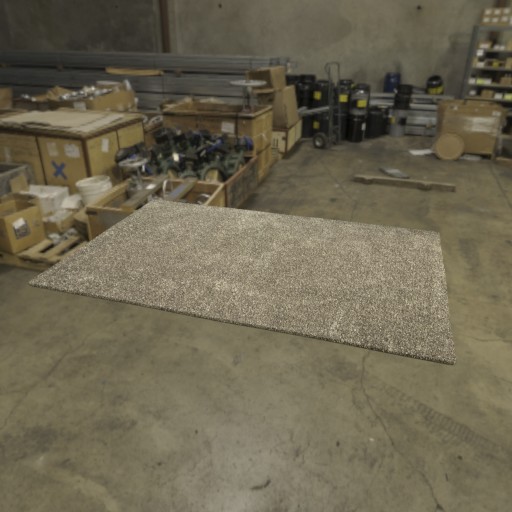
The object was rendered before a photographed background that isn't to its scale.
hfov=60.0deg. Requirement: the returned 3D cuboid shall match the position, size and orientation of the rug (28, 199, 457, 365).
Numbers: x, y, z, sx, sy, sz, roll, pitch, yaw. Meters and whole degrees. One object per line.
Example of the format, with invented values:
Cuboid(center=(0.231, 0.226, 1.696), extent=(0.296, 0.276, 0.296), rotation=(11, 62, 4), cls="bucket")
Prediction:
Cuboid(center=(0.000, 0.000, 2.927), extent=(2.350, 0.025, 1.502), rotation=(8, 28, 15), cls="rug")
